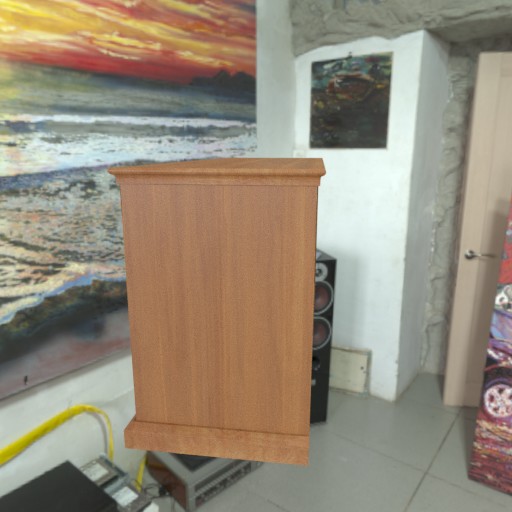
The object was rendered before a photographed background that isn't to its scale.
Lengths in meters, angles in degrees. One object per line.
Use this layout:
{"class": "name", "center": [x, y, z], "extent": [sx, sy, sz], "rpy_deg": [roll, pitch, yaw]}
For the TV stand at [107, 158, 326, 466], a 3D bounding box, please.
{"class": "TV stand", "center": [0.000, 0.000, 1.449], "extent": [0.417, 0.607, 1.181], "rpy_deg": [2, 14, 8]}
